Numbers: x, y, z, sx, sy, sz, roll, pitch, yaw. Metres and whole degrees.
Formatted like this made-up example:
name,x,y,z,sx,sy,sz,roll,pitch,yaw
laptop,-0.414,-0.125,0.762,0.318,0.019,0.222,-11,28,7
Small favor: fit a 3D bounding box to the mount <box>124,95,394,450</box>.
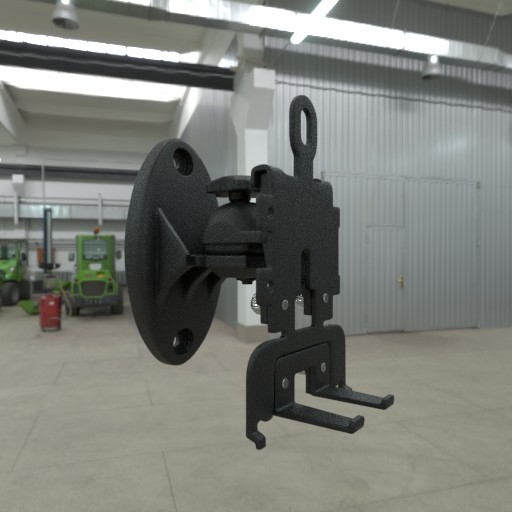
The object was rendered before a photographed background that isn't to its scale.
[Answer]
name,x,y,z,sx,sy,sz,roll,pitch,yaw
mount,0.000,0.000,0.177,0.100,0.118,0.066,0,0,37
